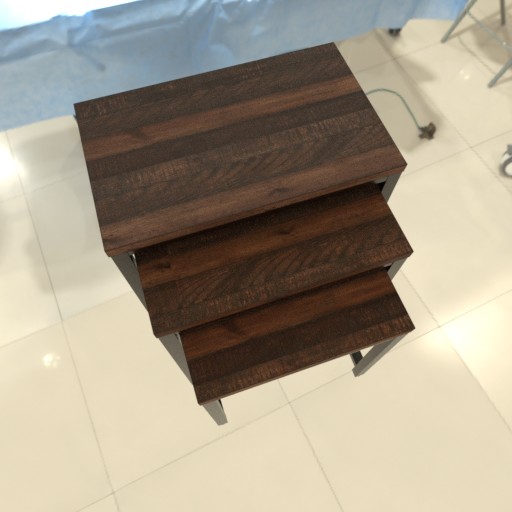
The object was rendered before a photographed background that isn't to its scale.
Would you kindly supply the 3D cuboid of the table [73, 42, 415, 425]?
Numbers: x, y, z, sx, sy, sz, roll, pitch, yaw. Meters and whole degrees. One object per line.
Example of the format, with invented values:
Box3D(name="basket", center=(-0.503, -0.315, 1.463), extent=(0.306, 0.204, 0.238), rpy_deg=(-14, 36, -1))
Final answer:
Box3D(name="table", center=(0.000, 0.000, 1.136), extent=(0.608, 0.616, 0.660), rpy_deg=(-17, 65, -8))
